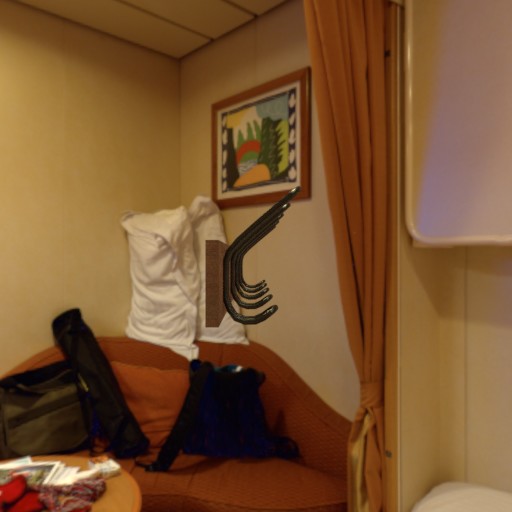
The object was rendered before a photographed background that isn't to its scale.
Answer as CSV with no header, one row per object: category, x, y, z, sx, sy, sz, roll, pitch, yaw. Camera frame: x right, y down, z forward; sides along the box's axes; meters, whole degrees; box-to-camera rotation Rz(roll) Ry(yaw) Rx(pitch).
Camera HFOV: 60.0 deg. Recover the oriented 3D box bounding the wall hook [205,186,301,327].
wall hook,0.000,0.000,0.602,0.076,0.116,0.554,0,0,0
